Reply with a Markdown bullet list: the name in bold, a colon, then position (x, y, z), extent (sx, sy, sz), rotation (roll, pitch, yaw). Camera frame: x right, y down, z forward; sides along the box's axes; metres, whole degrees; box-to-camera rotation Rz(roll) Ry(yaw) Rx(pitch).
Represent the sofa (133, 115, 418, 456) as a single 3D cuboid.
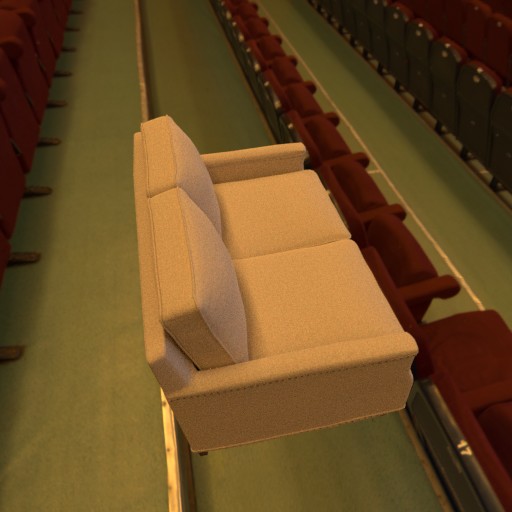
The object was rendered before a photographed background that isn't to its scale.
- **sofa**: position (0.000, 0.000, 2.272), extent (1.084, 1.003, 1.597), rotation (-9, 45, -9)
